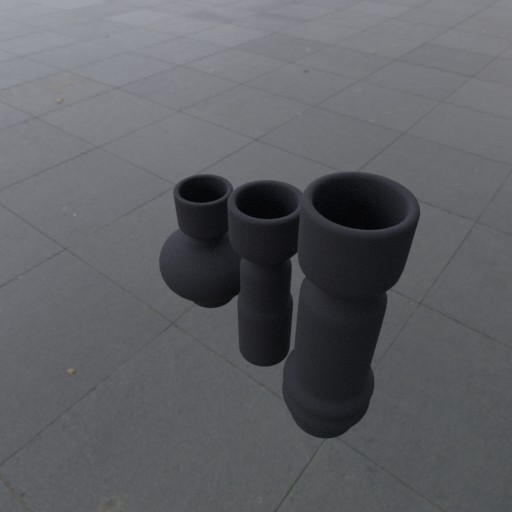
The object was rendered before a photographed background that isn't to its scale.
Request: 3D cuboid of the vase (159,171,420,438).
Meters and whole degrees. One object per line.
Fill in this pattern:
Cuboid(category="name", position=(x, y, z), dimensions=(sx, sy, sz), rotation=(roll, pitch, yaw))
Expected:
Cuboid(category="vase", position=(0.000, 0.000, 0.432), dimensions=(0.120, 0.249, 0.307), rotation=(-26, 47, -27))
